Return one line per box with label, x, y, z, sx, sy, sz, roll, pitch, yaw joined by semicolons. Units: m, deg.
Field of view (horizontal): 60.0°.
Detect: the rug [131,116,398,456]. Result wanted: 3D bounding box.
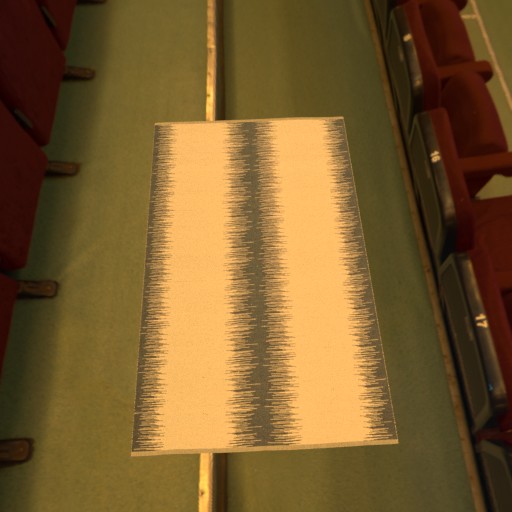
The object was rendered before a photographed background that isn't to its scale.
rug;0.000;0.000;3.041;1.519;0.003;2.453;-2;64;-1
